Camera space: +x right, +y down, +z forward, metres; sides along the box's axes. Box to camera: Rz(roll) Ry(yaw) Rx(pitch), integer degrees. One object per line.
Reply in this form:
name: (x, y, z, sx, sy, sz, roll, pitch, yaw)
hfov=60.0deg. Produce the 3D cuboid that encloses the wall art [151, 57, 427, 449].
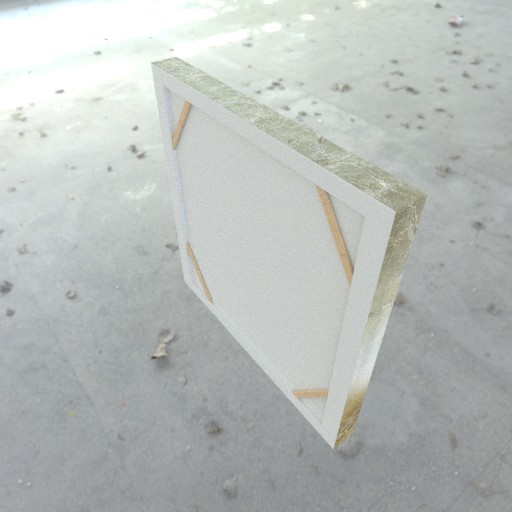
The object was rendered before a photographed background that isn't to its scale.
wall art: (0.000, 0.000, 0.602, 0.038, 0.407, 0.405, -27, 49, -26)
